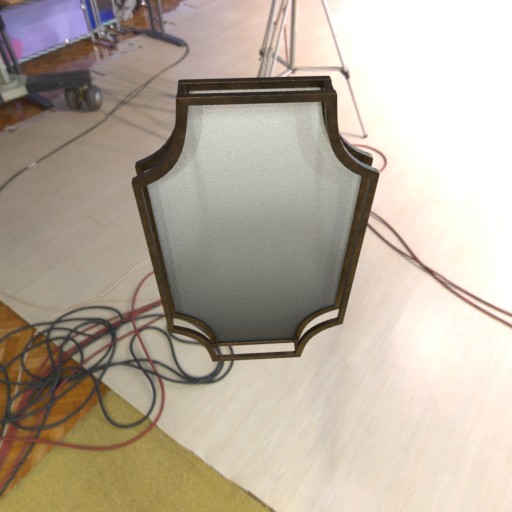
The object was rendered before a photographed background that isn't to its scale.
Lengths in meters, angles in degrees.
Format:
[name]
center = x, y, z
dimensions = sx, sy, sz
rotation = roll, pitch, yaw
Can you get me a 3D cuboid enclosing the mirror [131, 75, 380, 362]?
[mirror]
center = 0.000, 0.000, 1.022
dimensions = 0.462, 0.811, 0.066
rotation = -2, 47, -2
